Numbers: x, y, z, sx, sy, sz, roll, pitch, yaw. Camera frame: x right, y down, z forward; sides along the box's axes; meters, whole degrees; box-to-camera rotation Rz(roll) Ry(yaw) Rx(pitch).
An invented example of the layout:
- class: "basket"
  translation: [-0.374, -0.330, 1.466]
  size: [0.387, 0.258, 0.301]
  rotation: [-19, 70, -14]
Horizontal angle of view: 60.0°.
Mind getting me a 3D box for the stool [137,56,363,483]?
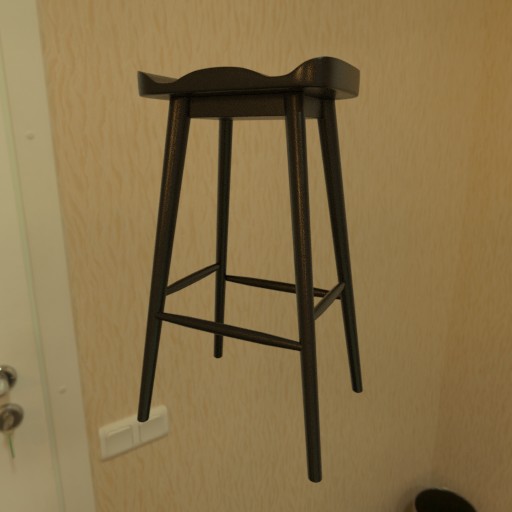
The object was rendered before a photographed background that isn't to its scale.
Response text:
- class: "stool"
  translation: [0.000, 0.000, 0.977]
  size: [0.440, 0.749, 0.361]
  rotation: [7, 17, 25]
